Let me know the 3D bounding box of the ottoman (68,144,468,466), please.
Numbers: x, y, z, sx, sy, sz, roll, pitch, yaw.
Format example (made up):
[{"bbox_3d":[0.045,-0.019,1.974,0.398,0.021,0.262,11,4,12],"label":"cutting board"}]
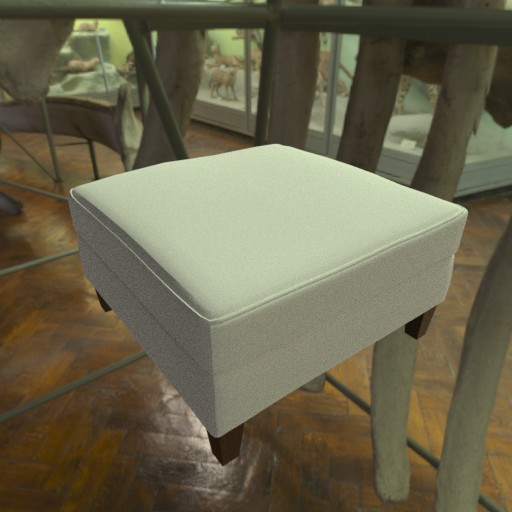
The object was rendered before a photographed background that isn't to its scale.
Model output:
[{"bbox_3d":[0.000,0.000,1.345,0.838,0.479,0.838,-20,35,-32],"label":"ottoman"}]
